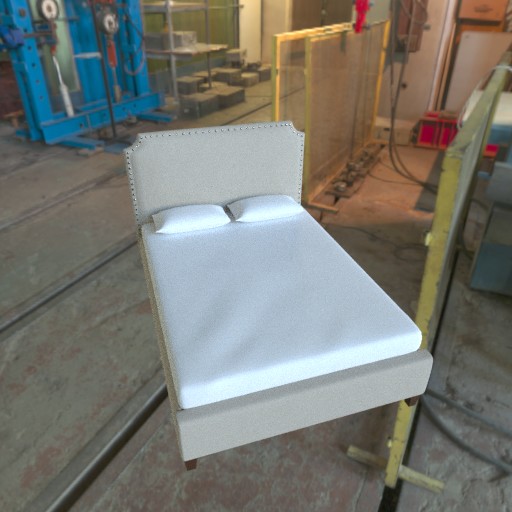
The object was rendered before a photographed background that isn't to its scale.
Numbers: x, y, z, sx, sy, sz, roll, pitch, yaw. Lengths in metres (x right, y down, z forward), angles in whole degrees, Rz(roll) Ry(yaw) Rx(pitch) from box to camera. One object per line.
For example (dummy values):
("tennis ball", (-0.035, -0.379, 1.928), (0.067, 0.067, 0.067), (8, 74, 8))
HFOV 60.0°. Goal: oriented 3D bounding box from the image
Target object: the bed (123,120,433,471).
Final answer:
("bed", (0.000, 0.000, 3.483), (1.713, 1.443, 2.372), (-10, 33, -15))
